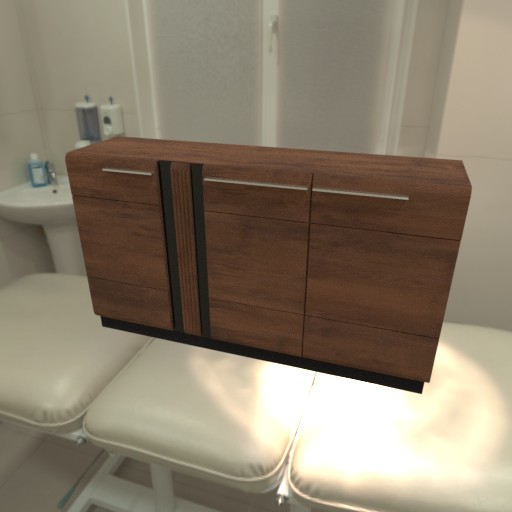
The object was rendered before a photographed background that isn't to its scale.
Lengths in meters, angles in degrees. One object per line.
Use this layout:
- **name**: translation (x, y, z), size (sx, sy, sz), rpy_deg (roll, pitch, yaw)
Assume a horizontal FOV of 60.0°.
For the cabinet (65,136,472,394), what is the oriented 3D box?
- **cabinet**: translation (0.000, 0.000, 2.016), size (1.600, 0.900, 0.420), rpy_deg (8, 27, 16)
